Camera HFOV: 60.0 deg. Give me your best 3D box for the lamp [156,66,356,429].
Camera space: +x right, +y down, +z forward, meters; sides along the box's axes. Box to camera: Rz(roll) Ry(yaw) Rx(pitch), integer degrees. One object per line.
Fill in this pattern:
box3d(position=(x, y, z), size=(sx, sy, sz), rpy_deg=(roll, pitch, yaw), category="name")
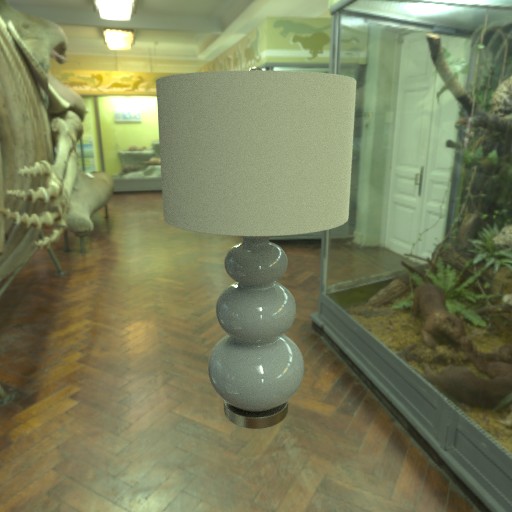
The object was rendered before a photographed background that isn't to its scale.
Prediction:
box3d(position=(0.000, 0.000, 0.923), size=(0.367, 0.730, 0.367), rpy_deg=(15, 22, 42), category="lamp")
